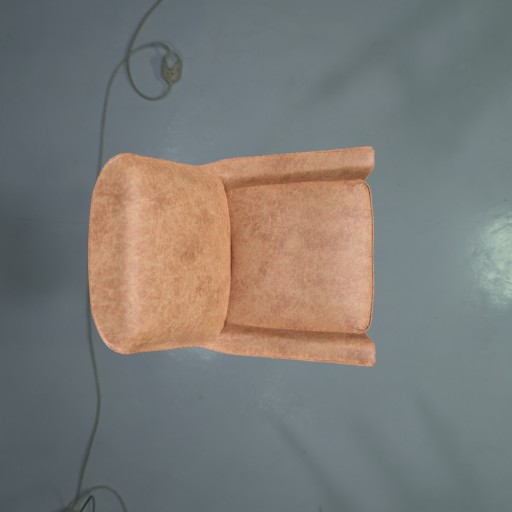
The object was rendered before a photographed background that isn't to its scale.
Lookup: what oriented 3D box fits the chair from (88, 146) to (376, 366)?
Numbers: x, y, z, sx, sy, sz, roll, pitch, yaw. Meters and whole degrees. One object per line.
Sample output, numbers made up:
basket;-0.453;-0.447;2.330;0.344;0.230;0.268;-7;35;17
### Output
chair;0.000;0.000;1.528;0.851;0.883;0.753;0;89;-1
